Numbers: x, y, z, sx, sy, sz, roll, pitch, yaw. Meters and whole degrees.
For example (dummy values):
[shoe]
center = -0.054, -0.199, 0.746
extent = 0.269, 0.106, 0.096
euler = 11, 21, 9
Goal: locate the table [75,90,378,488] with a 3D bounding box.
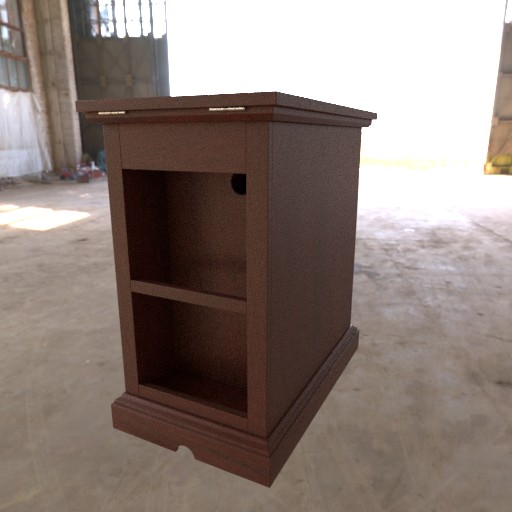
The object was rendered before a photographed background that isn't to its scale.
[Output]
[table]
center = 0.000, 0.000, 0.965
extent = 0.356, 0.612, 0.584
euler = 8, 17, 26
